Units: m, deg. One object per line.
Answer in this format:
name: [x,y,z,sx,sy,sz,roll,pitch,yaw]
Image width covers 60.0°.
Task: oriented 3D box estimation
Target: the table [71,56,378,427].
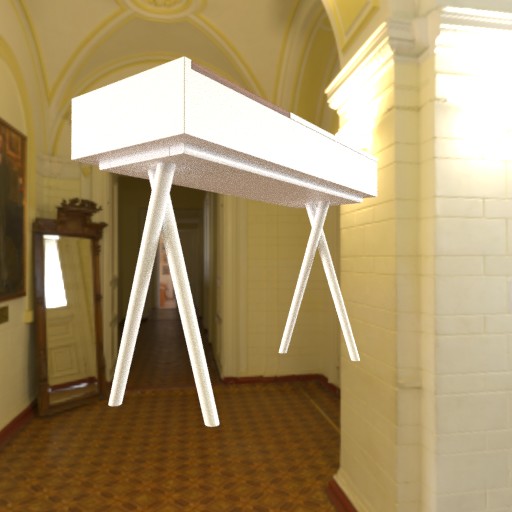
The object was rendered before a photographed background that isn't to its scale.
table: [0.000,0.000,1.437,0.418,0.785,1.066,-1,-1,36]
